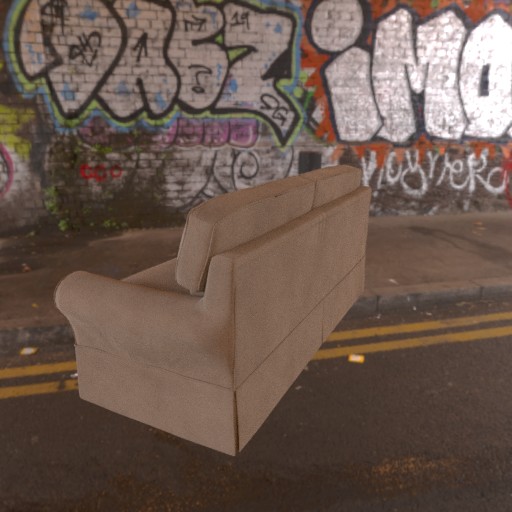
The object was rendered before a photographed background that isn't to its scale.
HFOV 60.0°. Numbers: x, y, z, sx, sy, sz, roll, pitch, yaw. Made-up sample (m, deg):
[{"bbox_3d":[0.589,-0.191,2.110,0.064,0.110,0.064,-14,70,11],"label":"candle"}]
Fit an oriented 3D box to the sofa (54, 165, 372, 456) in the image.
[{"bbox_3d":[0.000,0.000,2.709,0.900,1.014,2.246,8,18,26],"label":"sofa"}]
